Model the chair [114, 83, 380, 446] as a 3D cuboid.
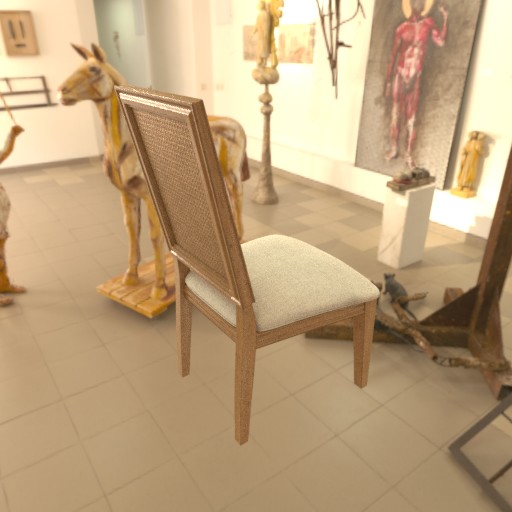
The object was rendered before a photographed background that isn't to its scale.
[{"bbox_3d":[0.000,0.000,1.359,0.601,0.988,0.536,-18,31,-32],"label":"chair"}]
